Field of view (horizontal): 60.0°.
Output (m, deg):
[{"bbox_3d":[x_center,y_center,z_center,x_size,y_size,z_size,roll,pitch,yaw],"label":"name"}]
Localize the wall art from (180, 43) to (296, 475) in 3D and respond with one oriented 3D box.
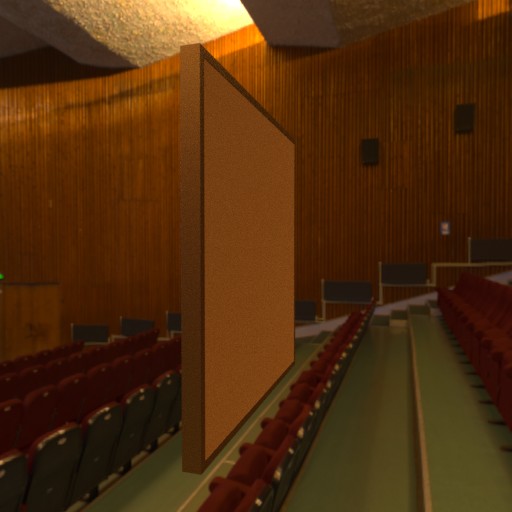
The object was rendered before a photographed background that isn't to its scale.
[{"bbox_3d":[0.000,0.000,1.149,0.038,0.762,0.762,1,2,18],"label":"wall art"}]
